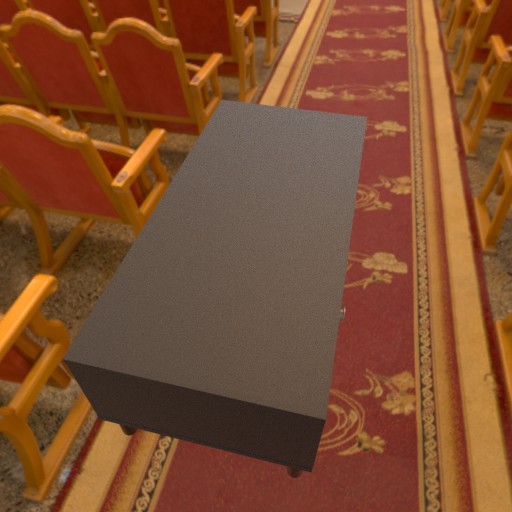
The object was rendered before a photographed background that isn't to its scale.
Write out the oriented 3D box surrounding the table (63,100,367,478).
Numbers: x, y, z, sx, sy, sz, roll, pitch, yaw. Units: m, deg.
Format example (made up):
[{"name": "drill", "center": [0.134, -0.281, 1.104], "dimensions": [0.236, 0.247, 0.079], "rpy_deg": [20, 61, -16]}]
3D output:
[{"name": "table", "center": [0.000, 0.000, 1.350], "dimensions": [0.550, 0.400, 1.100], "rpy_deg": [10, 47, 9]}]
